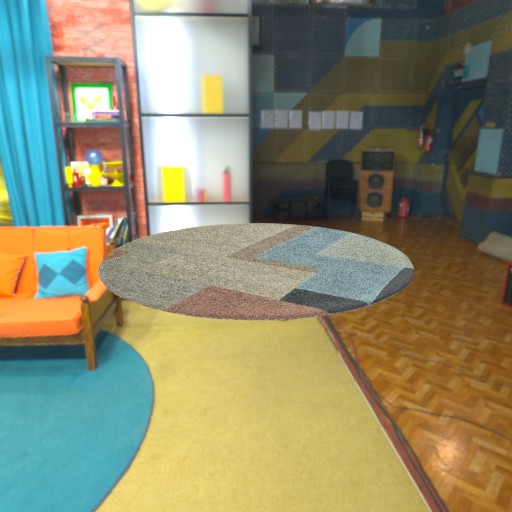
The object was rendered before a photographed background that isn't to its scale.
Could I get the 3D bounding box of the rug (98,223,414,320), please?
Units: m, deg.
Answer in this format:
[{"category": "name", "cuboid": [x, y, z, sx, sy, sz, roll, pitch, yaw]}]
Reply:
[{"category": "rug", "cuboid": [0.000, 0.000, 3.643, 2.461, 0.033, 2.461, 0, 16, 0]}]
